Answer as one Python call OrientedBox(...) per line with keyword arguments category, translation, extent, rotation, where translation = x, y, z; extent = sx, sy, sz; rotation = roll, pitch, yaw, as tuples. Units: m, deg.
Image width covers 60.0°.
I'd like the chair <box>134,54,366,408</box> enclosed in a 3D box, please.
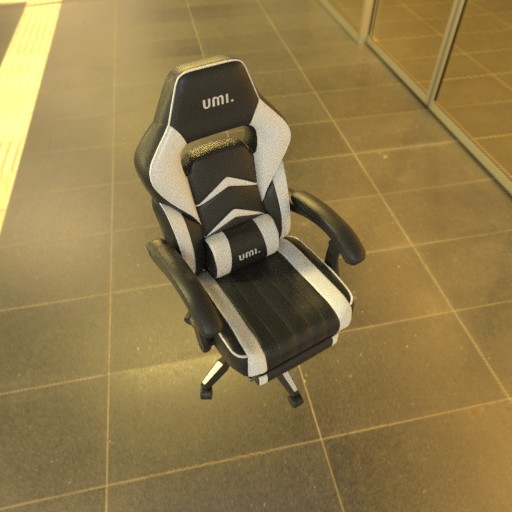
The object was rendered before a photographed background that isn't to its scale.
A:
OrientedBox(category="chair", translation=(0.000, 0.000, 1.608), extent=(0.676, 1.200, 0.700), rotation=(-24, 51, -21))
